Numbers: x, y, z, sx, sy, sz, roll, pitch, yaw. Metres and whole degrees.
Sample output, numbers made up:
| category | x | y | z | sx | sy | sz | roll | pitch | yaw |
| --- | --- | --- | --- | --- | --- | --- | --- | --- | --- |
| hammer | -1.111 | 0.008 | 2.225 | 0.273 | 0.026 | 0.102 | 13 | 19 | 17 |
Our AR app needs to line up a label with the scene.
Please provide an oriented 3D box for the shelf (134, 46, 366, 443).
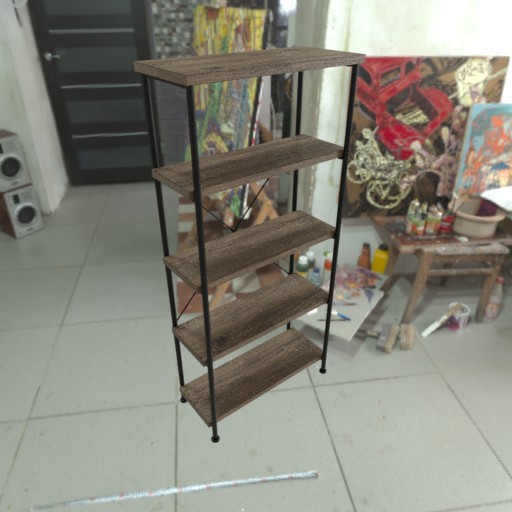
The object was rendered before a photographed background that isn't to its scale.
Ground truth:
| category | x | y | z | sx | sy | sz | roll | pitch | yaw |
| --- | --- | --- | --- | --- | --- | --- | --- | --- | --- |
| shelf | 0.000 | 0.000 | 2.066 | 0.800 | 1.700 | 0.360 | -22 | 37 | -32 |
